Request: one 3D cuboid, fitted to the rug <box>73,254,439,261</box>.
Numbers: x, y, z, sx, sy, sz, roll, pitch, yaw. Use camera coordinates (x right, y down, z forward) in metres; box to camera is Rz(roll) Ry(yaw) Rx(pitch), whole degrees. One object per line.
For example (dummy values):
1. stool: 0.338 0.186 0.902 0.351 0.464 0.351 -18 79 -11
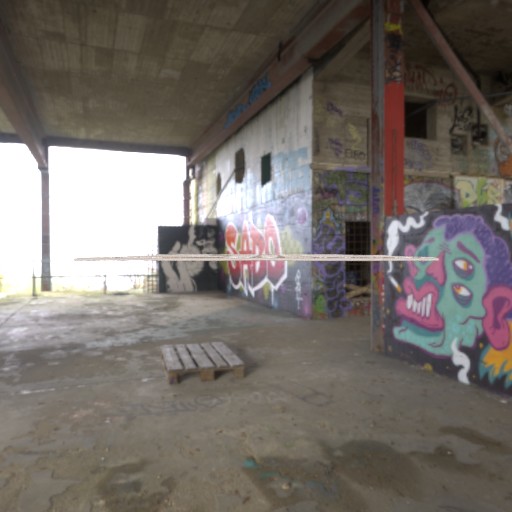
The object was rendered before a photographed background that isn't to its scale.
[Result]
1. rug: 0.000 0.000 1.052 0.515 0.007 0.867 0 0 0
